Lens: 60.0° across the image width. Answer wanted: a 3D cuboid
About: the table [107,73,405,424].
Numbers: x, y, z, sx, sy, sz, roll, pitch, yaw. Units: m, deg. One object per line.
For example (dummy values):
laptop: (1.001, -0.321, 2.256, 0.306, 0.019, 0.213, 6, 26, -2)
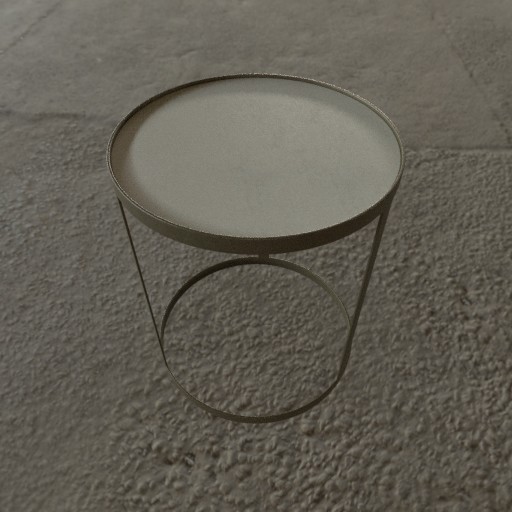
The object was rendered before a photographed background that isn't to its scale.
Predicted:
table: (0.000, 0.000, 0.934, 0.480, 0.565, 0.480, 0, 46, 0)
